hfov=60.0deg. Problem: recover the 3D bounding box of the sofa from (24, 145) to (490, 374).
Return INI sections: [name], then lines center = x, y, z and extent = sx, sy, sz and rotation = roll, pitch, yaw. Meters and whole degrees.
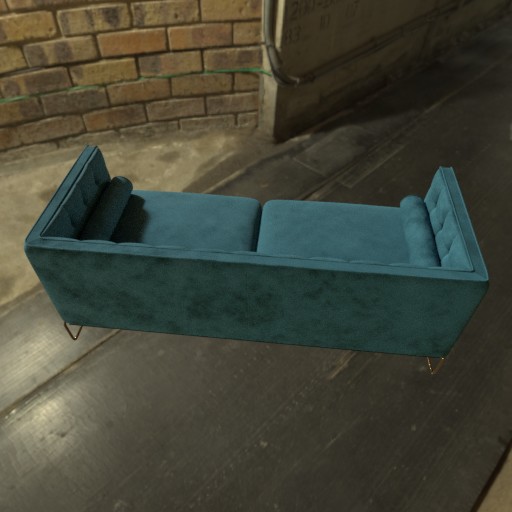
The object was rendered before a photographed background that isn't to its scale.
[sofa]
center = 0.000, 0.000, 2.472
extent = 2.087, 0.789, 0.867
rotation = 4, 47, 4
